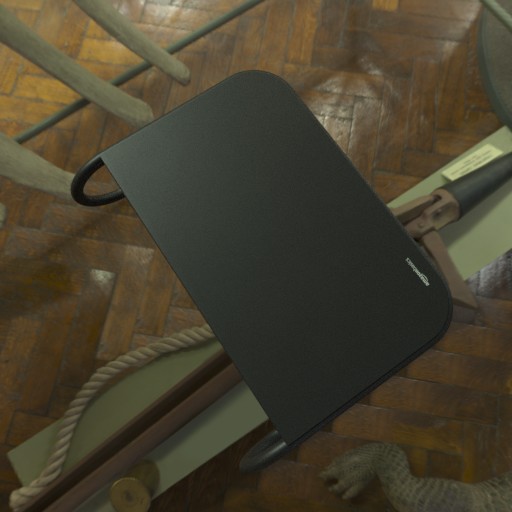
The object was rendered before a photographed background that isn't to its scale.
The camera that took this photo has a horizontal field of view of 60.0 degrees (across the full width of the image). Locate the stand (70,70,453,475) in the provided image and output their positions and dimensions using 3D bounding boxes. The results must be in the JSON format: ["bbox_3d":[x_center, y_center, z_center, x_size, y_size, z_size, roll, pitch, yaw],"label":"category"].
[{"bbox_3d":[0.000,0.000,0.509,0.280,0.108,0.370,-33,78,-8],"label":"stand"}]
